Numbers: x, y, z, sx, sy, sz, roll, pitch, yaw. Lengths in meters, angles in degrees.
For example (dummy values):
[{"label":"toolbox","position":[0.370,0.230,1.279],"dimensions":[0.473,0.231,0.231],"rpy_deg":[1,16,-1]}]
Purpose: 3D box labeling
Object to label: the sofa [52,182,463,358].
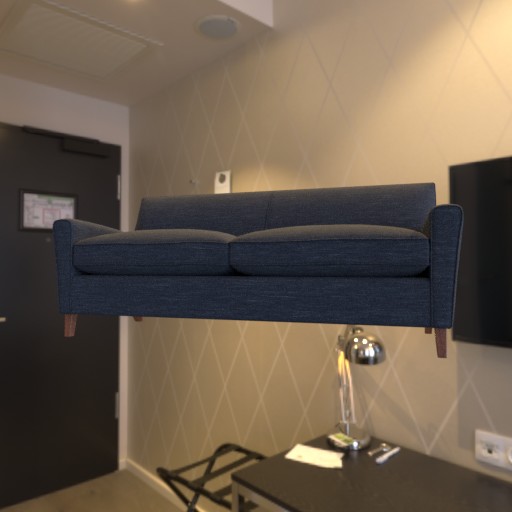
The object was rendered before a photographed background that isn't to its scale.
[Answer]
[{"label":"sofa","position":[0.000,0.000,2.433],"dimensions":[1.976,0.846,0.875],"rpy_deg":[0,-1,17]}]
